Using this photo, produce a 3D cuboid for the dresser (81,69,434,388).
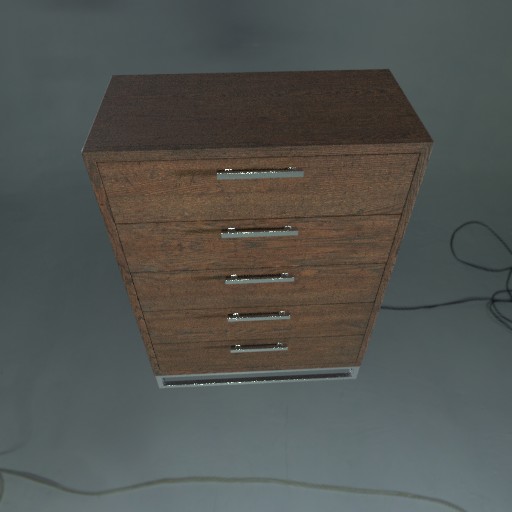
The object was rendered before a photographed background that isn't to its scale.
[{"bbox_3d":[0.000,0.000,1.840,0.965,1.321,0.508,-2,46,-2],"label":"dresser"}]
